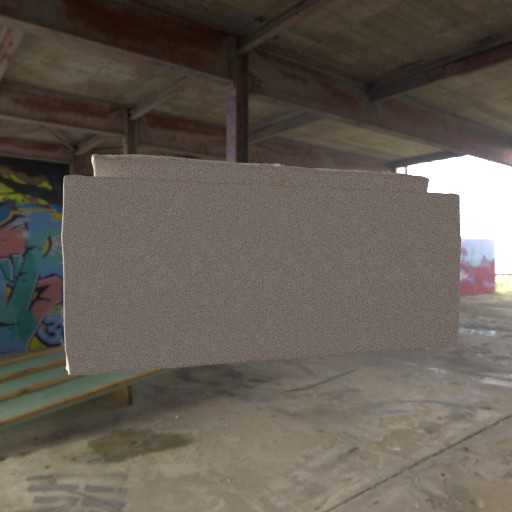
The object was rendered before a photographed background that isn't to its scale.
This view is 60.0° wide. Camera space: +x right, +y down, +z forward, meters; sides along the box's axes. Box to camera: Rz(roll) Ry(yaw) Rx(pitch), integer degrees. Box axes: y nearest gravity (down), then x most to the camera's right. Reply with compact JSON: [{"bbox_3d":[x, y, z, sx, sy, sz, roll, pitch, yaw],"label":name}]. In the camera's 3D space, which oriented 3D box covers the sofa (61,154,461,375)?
[{"bbox_3d":[0.000,0.000,2.253,1.746,0.834,0.962,0,1,-18],"label":"sofa"}]
